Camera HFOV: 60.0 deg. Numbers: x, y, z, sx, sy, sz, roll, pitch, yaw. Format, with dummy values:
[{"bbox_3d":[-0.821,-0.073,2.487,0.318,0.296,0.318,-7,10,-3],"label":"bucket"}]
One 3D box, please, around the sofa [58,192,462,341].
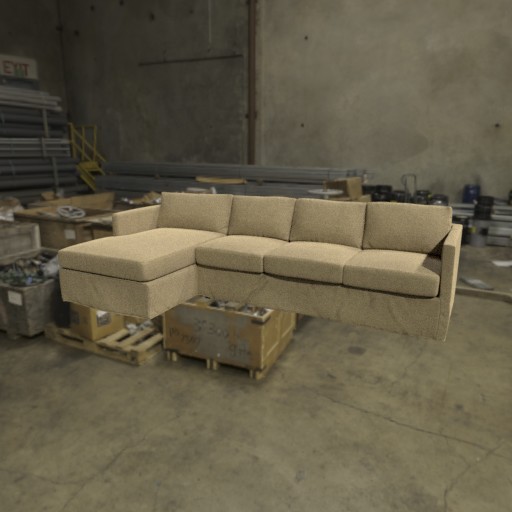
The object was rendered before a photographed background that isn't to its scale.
[{"bbox_3d":[0.000,0.000,3.891,3.198,0.920,1.638,7,16,26],"label":"sofa"}]
